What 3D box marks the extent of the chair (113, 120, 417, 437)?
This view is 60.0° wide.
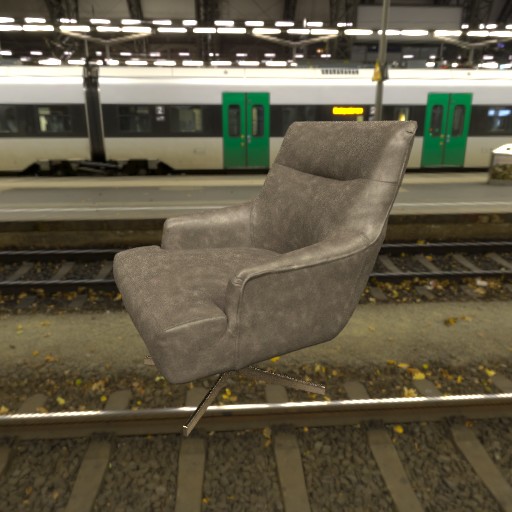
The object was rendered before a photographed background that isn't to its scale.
[{"bbox_3d":[0.000,0.000,1.491,0.874,0.870,0.738,-8,18,-24],"label":"chair"}]
